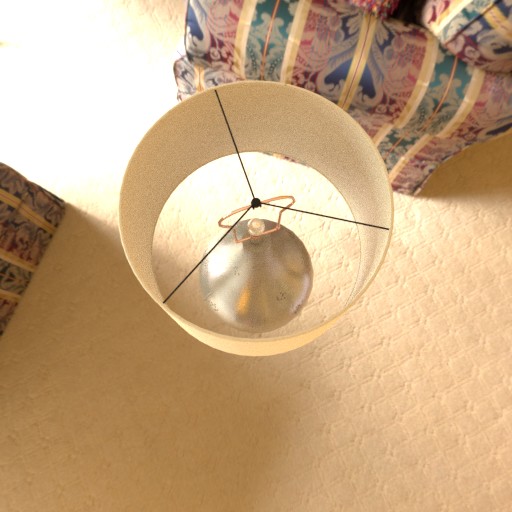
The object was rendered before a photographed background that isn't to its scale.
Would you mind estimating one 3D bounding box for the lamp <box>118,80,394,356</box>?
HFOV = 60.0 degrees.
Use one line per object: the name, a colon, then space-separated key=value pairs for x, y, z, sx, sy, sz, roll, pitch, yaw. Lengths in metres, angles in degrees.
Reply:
lamp: x=0.000 y=0.000 z=0.744 sx=0.330 sy=0.521 sz=0.330 roll=0 pitch=77 yaw=0
